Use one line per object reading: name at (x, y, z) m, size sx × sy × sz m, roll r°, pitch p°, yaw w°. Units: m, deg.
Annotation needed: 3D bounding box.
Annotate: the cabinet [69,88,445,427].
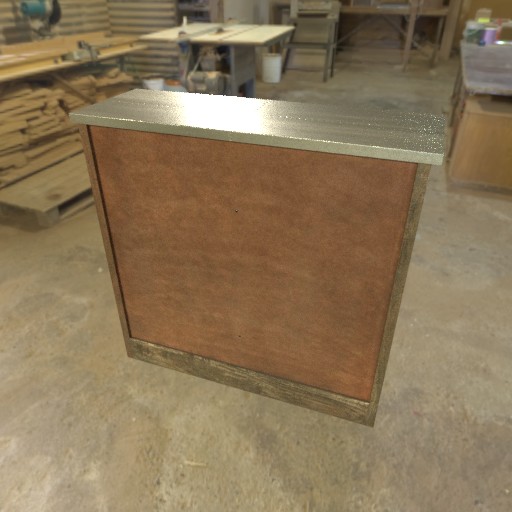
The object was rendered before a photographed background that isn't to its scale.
cabinet at (0.000, 0.000, 1.454) m, size 0.968 × 0.919 × 0.338 m, roll 11°, pitch 34°, yaw 17°
